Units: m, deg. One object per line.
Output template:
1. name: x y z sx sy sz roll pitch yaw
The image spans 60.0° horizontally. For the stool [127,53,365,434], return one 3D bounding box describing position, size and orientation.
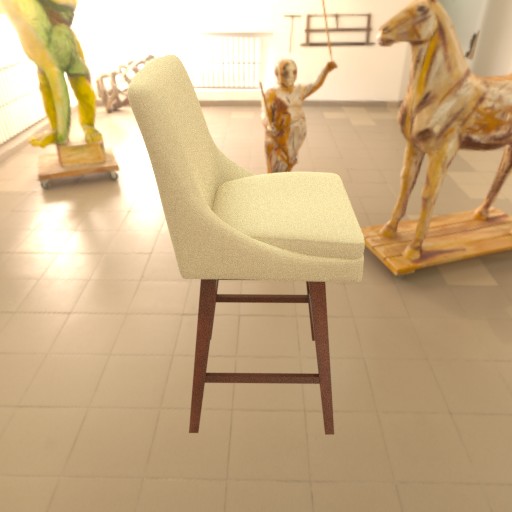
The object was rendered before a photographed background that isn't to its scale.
1. stool: 0.000 0.000 1.363 0.559 1.097 0.470 0 32 0
